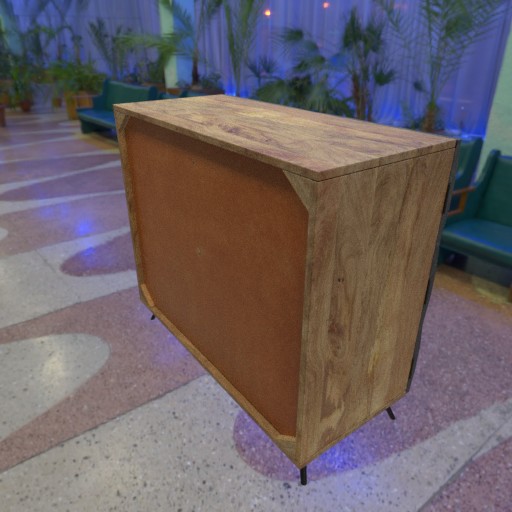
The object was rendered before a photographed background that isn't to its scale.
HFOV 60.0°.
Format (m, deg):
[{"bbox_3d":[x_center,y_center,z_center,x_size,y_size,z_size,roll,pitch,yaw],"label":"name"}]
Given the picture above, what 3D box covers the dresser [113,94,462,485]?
[{"bbox_3d":[0.000,0.000,1.406,0.446,0.847,0.967,-19,32,-32],"label":"dresser"}]
